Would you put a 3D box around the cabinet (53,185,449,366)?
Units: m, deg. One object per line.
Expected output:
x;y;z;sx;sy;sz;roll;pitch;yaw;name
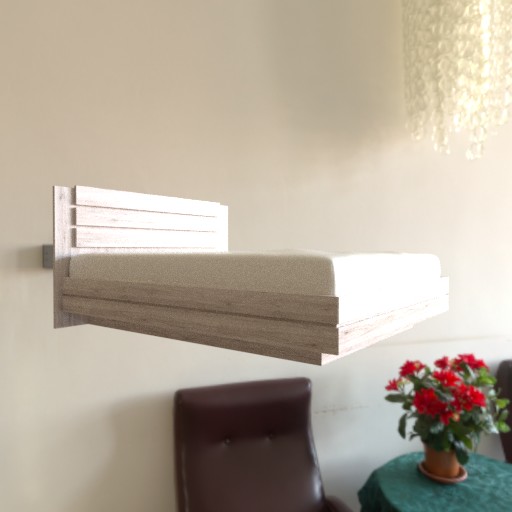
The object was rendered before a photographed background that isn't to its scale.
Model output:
0.000;0.000;3.030;2.080;0.970;1.750;1;1;37;cabinet
